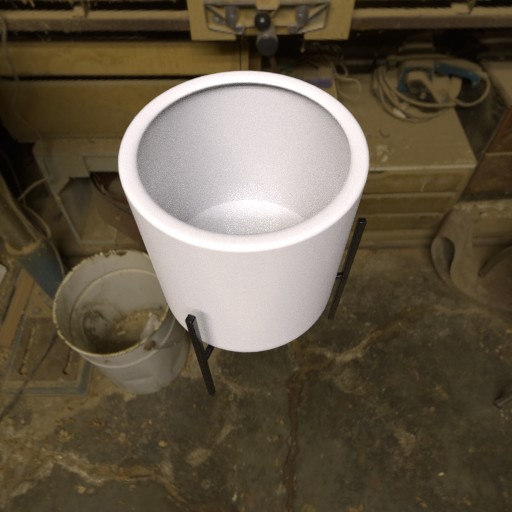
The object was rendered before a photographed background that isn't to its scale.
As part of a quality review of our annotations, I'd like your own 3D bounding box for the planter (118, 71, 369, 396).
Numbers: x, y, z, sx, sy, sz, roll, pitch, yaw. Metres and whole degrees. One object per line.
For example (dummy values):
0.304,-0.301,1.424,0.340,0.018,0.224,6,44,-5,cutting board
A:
0.000,0.000,0.535,0.239,0.356,0.239,0,57,0,planter
